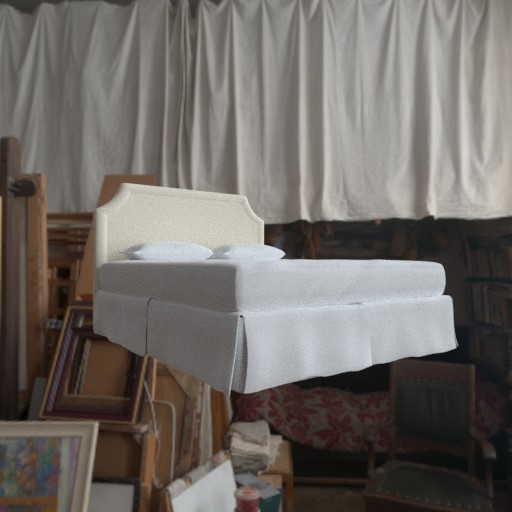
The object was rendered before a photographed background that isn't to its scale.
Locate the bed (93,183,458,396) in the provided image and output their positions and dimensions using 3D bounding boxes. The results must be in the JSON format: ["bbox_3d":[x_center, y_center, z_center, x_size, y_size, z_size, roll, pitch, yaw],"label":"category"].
[{"bbox_3d":[0.000,0.000,4.182,2.350,1.590,2.773,0,-1,-37],"label":"bed"}]
